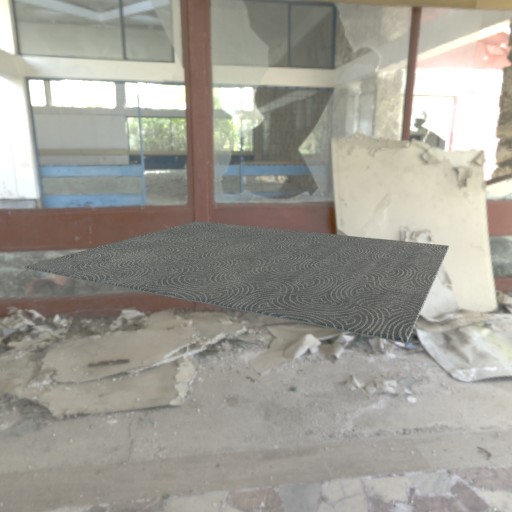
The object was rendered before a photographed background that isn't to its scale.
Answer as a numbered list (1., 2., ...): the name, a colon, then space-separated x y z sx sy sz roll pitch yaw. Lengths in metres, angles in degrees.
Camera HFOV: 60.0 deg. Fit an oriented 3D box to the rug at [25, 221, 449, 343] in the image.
1. rug: 0.000 0.000 4.022 3.042 0.021 2.456 7 16 27
